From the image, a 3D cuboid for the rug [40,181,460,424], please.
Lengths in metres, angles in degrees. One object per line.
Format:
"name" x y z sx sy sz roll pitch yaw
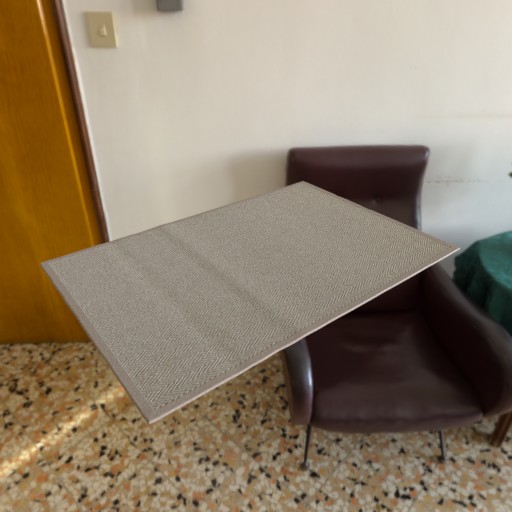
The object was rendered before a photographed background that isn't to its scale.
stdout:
"rug" 0.000 0.000 2.898 2.290 0.021 1.540 -22 37 -32
